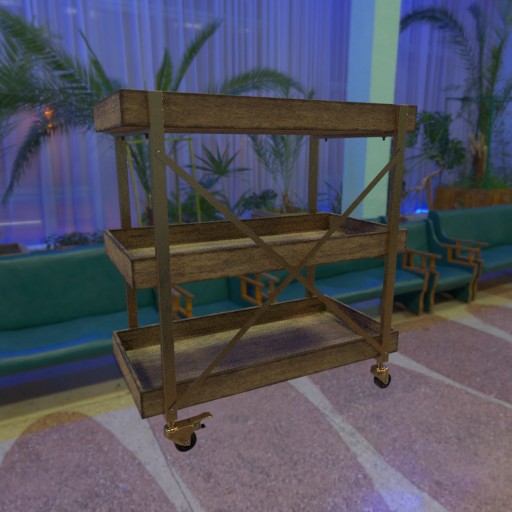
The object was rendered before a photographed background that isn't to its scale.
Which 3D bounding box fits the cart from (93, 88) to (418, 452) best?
[{"bbox_3d":[0.000,0.000,1.235,0.750,0.799,0.416,-7,15,-26],"label":"cart"}]
